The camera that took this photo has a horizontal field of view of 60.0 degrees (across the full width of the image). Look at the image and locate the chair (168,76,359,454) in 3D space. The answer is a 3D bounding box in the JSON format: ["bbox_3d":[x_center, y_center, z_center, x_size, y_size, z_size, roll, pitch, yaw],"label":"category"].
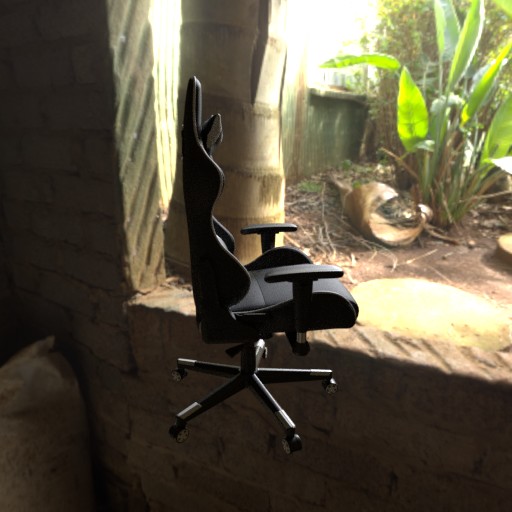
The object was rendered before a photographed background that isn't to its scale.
[{"bbox_3d":[0.000,0.000,1.653,0.700,1.240,0.700,-3,18,-9],"label":"chair"}]
